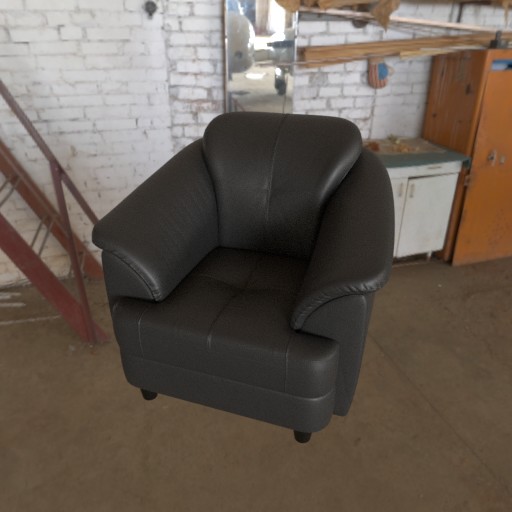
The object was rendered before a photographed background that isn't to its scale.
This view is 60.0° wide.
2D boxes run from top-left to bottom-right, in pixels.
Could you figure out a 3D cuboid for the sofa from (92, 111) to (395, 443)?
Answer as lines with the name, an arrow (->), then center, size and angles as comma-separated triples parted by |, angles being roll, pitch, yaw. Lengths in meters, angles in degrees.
sofa -> 0.000, 0.000, 1.486 | 0.870, 0.811, 0.794 | 9, 29, 17
